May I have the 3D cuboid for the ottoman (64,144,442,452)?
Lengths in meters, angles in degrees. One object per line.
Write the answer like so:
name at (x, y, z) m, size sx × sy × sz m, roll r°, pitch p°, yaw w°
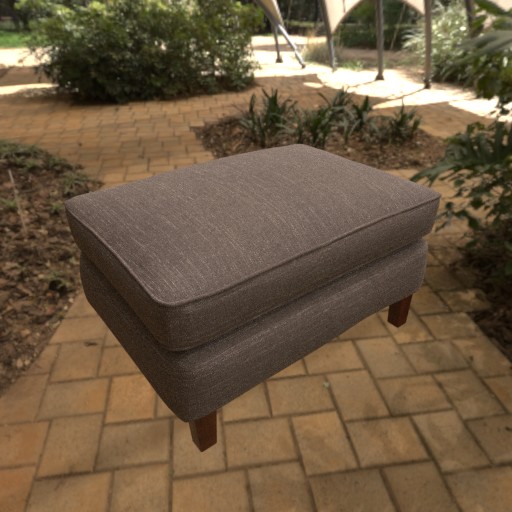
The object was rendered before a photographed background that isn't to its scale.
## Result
ottoman at (0.000, 0.000, 1.009) m, size 0.686 × 0.406 × 0.508 m, roll -21°, pitch 37°, yaw -31°
